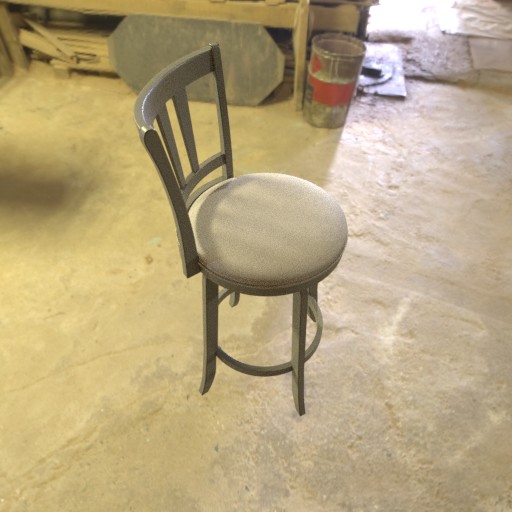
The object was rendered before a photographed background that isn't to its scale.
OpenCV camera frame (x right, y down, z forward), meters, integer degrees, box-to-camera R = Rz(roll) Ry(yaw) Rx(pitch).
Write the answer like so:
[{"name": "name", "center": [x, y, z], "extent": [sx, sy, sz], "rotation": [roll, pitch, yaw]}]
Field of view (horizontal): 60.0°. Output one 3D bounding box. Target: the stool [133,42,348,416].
[{"name": "stool", "center": [0.000, 0.000, 1.265], "extent": [0.486, 0.994, 0.450], "rotation": [9, 46, 9]}]
